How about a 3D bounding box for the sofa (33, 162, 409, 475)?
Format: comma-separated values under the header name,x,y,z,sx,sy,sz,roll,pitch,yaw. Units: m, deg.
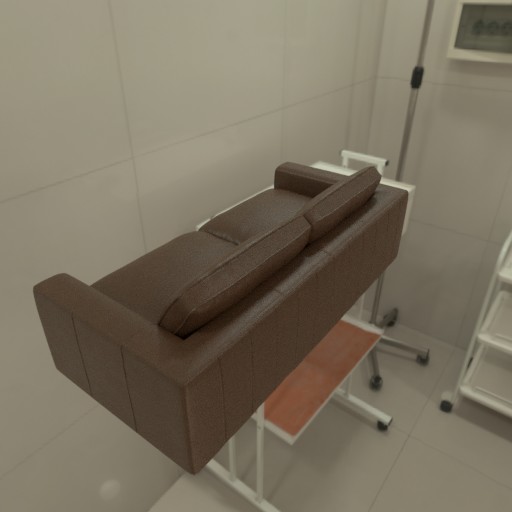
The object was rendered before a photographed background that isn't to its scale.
name,x,y,z,sx,sy,sz,roll,pitch,yaw
sofa,0.000,0.000,2.717,1.070,0.801,2.262,21,37,31
